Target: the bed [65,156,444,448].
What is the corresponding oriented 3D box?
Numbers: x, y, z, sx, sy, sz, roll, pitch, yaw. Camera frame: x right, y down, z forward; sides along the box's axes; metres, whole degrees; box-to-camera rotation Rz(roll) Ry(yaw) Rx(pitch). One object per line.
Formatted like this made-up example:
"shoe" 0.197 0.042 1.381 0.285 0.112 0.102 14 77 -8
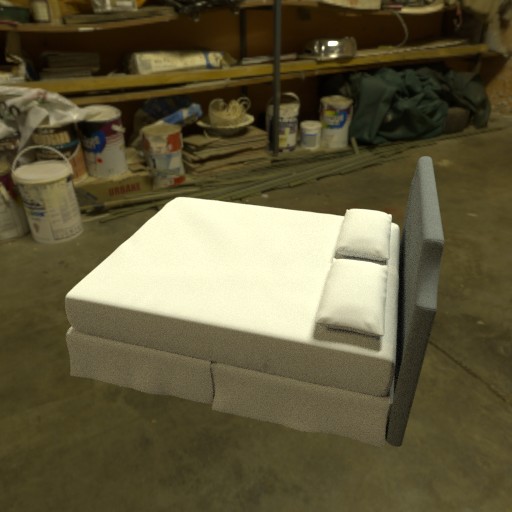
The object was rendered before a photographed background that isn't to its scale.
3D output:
"bed" 0.000 0.000 3.249 2.259 1.296 1.811 8 32 14
